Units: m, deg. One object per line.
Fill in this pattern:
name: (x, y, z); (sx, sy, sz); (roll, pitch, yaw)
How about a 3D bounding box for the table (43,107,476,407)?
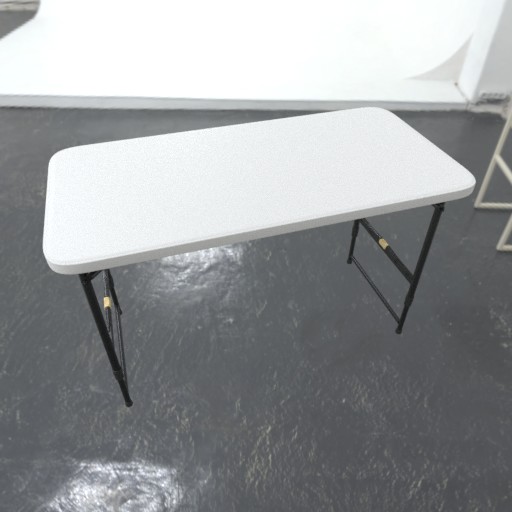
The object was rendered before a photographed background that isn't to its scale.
table: (0.000, 0.000, 1.606); (1.219, 0.737, 0.610); (-12, 43, -13)
